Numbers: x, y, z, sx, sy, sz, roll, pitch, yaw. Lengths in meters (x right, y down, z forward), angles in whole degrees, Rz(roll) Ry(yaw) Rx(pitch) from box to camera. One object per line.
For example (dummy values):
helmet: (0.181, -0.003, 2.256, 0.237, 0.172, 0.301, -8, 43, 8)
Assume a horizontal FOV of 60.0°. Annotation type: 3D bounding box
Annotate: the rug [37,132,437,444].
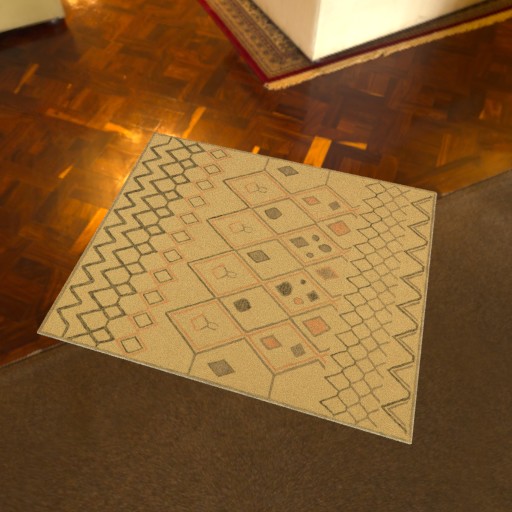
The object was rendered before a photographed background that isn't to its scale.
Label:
rug: (0.000, 0.000, 4.038, 3.050, 0.016, 2.441, 14, 59, 8)
